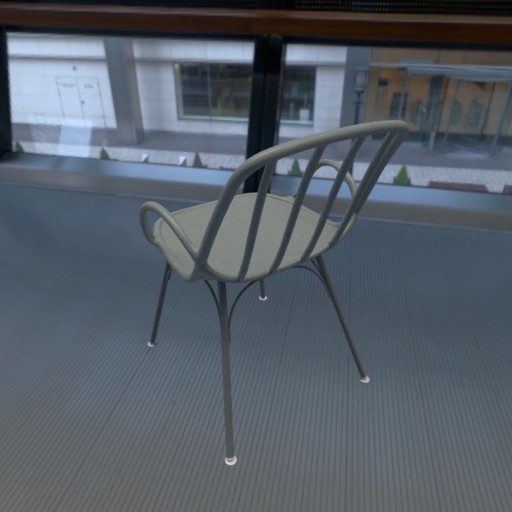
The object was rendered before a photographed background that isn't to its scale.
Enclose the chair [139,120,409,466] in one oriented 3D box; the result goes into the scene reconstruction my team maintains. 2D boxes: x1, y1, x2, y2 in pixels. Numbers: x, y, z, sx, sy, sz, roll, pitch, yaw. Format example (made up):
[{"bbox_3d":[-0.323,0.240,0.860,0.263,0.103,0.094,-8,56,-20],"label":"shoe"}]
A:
[{"bbox_3d":[0.000,0.000,1.203,0.549,0.816,0.597,-19,36,-29],"label":"chair"}]
